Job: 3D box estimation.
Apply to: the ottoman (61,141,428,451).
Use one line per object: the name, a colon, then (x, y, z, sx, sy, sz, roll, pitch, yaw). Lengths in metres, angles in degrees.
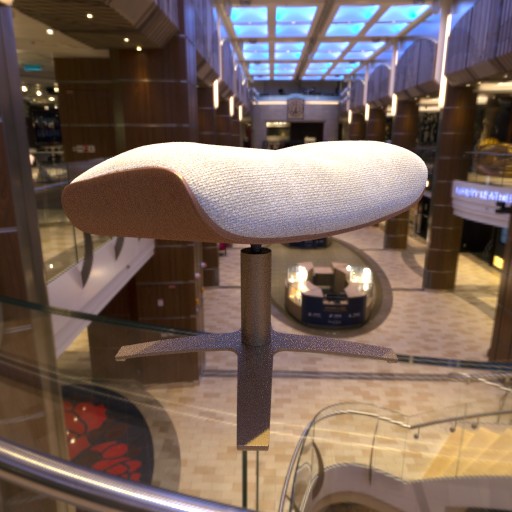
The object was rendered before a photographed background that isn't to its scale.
ottoman: (0.000, 0.000, 0.779, 0.520, 0.391, 0.394, -14, 20, -42)
